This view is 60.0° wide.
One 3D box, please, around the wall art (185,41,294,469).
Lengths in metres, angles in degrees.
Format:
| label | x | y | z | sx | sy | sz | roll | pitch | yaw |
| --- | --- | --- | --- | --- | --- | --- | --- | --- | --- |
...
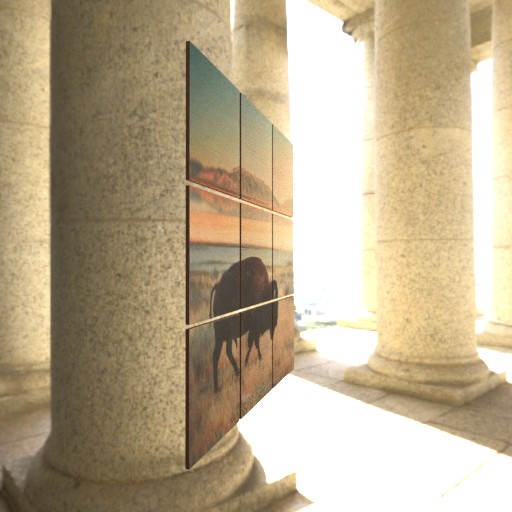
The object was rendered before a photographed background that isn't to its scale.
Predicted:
| label | x | y | z | sx | sy | sz | roll | pitch | yaw |
| --- | --- | --- | --- | --- | --- | --- | --- | --- | --- |
| wall art | 0.000 | 0.000 | 1.837 | 0.019 | 1.218 | 1.221 | 0 | 0 | 19 |
